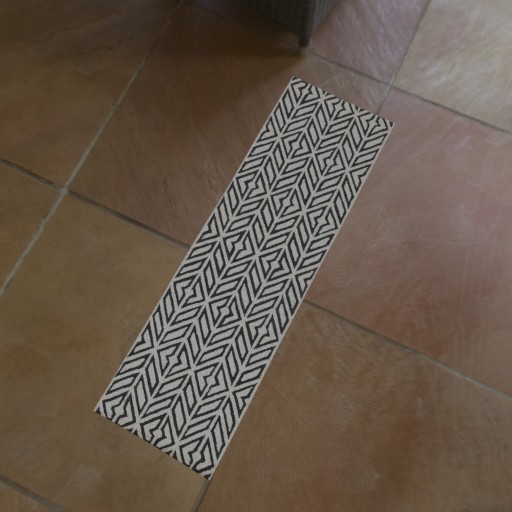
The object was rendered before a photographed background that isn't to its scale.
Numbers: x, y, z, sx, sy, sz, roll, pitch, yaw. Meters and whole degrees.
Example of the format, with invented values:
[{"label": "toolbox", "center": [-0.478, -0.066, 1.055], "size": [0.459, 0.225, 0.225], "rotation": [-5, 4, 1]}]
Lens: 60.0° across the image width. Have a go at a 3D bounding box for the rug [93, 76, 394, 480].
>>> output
[{"label": "rug", "center": [0.000, 0.000, 2.689], "size": [0.750, 0.009, 2.435], "rotation": [28, 78, 7]}]
